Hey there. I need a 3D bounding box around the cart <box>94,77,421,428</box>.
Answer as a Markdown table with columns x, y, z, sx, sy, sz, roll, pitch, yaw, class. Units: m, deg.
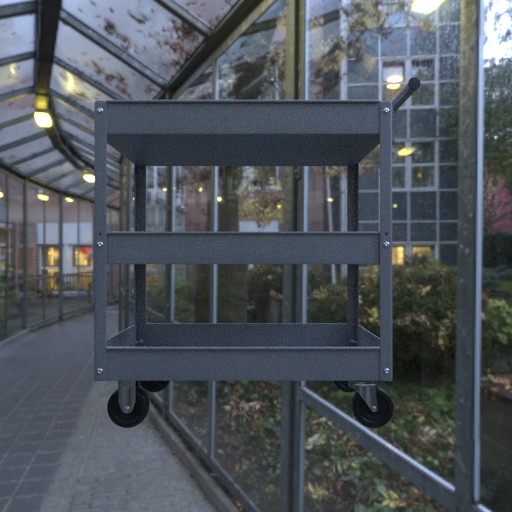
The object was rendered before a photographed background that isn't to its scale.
| x | y | z | sx | sy | sz | roll | pitch | yaw | class |
| --- | --- | --- | --- | --- | --- | --- | --- | --- | --- |
| 0.000 | 0.000 | 1.149 | 0.719 | 0.780 | 0.366 | 0 | 0 | 0 | cart |
